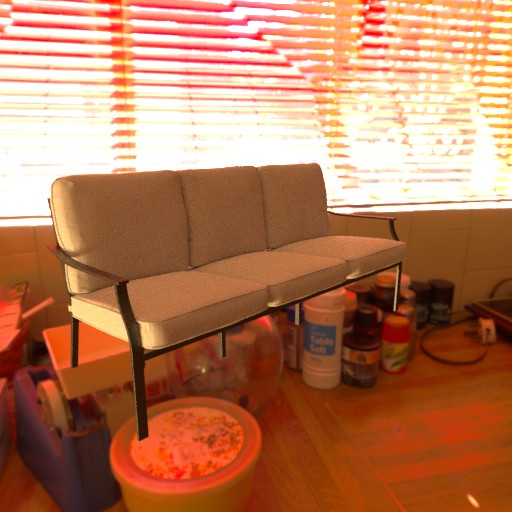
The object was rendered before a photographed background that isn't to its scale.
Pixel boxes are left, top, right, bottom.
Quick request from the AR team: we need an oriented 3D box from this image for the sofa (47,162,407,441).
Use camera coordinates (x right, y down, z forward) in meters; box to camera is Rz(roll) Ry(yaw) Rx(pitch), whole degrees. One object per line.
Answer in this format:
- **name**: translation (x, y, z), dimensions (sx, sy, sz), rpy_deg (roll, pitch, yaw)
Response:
- **sofa**: translation (0.000, 0.000, 2.207), dimensions (1.740, 0.860, 0.787), rpy_deg (-14, 20, -42)
